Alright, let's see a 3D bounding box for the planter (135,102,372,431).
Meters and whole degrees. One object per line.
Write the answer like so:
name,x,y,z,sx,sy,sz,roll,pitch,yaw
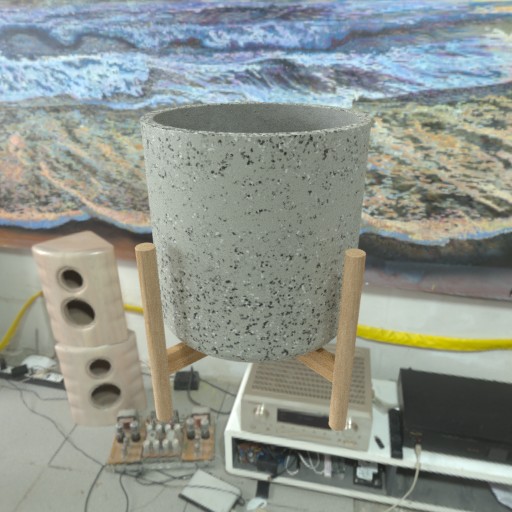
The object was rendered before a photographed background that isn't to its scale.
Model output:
planter,0.000,0.000,0.685,0.360,0.419,0.360,-8,27,-17
